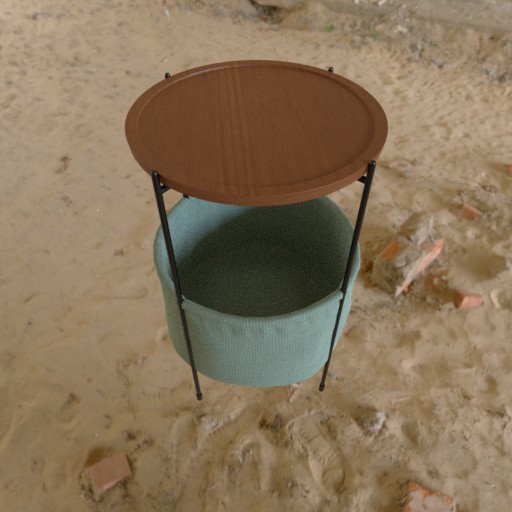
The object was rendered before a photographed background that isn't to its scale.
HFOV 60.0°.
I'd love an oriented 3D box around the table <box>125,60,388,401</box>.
[{"bbox_3d":[0.000,0.000,0.885,0.400,0.623,0.400,-3,47,-3],"label":"table"}]
